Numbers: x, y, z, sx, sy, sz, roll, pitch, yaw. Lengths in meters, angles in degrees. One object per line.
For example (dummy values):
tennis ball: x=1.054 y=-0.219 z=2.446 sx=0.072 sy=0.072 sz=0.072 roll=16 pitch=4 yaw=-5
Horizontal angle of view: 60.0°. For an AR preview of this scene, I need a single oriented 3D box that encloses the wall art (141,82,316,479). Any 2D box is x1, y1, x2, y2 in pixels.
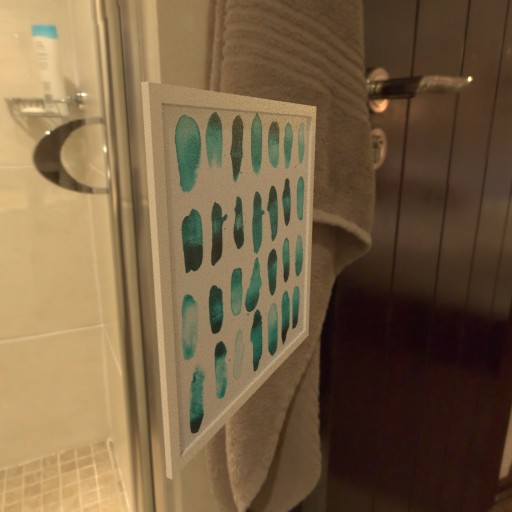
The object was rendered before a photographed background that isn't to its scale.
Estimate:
wall art: x=0.000 y=0.000 z=0.679 sx=0.009 sy=0.457 sz=0.456 roll=8 pitch=17 yaw=27
